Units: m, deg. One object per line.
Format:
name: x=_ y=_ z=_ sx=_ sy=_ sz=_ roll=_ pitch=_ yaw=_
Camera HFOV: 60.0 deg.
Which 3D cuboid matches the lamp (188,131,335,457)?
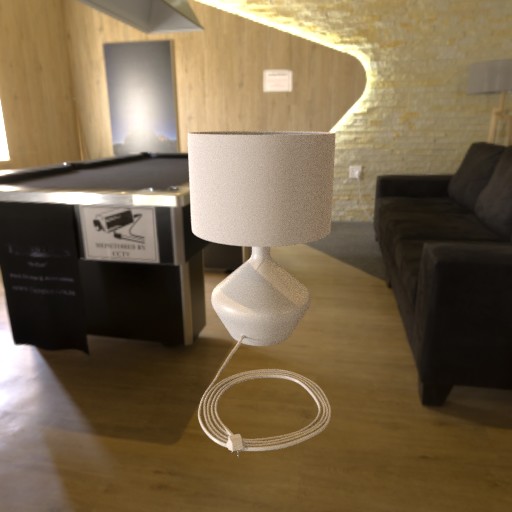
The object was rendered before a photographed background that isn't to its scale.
lamp: x=0.000 y=0.000 z=0.865 sx=0.401 sy=0.457 sz=0.546 roll=8 pitch=19 yaw=25
